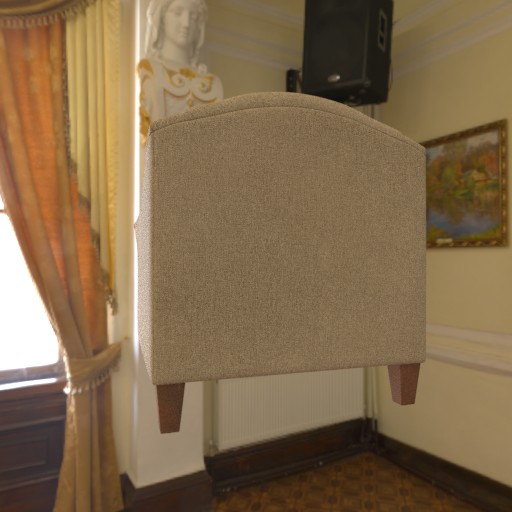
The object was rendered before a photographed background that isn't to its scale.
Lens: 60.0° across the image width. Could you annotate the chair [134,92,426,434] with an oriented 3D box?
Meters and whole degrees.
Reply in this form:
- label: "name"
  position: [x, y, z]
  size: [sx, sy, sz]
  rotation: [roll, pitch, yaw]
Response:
- label: "chair"
  position: [0.000, 0.000, 1.477]
  size: [0.763, 0.839, 0.787]
  rotation: [0, 0, -18]
